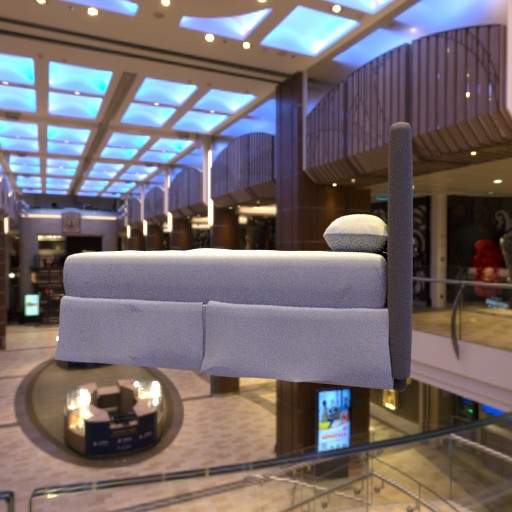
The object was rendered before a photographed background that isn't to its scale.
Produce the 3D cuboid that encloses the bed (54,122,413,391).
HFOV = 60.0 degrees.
[{"bbox_3d":[0.000,0.000,3.237,2.142,1.330,1.748,0,1,19],"label":"bed"}]
